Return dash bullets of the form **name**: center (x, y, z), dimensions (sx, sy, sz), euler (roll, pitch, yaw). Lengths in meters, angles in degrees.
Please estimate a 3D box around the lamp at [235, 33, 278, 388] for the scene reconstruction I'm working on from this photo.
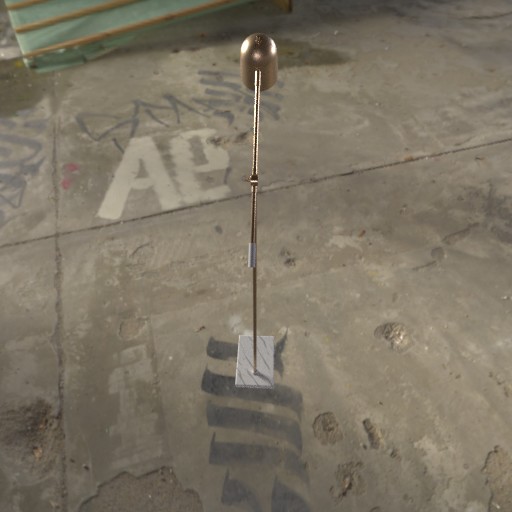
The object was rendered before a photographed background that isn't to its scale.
- **lamp**: center (0.000, 0.000, 1.812), dimensions (0.194, 1.594, 0.653), euler (2, 47, 2)
